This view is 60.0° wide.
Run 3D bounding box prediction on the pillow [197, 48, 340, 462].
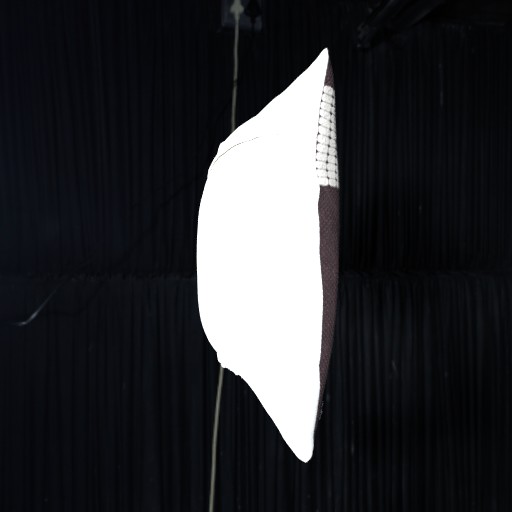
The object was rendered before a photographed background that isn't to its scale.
[{"bbox_3d":[0.000,0.000,0.716,0.178,0.473,0.475,0,1,-18],"label":"pillow"}]
